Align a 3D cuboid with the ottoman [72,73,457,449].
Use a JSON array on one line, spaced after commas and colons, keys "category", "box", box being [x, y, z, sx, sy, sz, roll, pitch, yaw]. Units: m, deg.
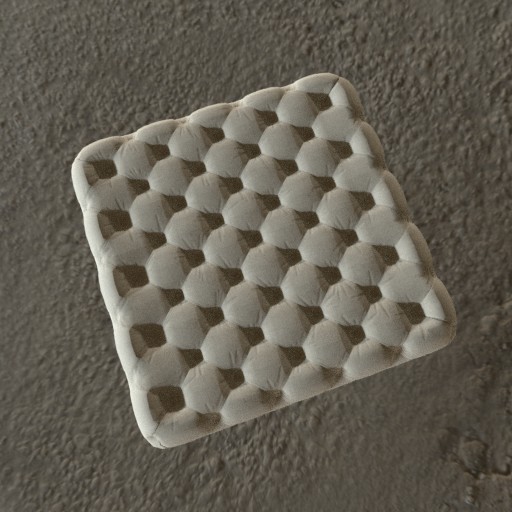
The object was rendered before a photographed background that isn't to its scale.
[{"category": "ottoman", "box": [0.000, 0.000, 1.195, 0.755, 0.376, 0.753, -19, 77, -5]}]
